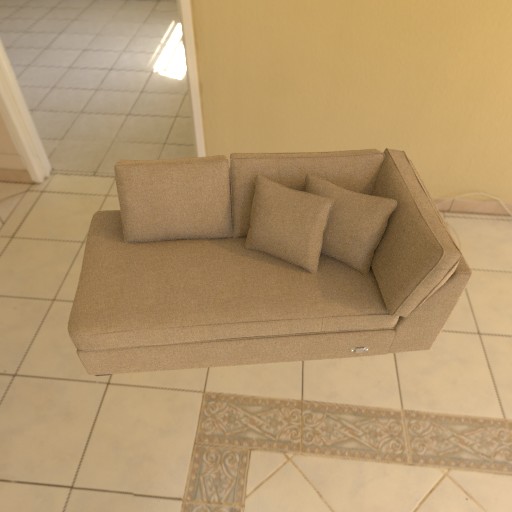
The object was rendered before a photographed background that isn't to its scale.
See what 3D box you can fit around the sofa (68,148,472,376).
[{"bbox_3d":[0.000,0.000,2.851,2.238,1.019,1.110,-3,47,-3],"label":"sofa"}]
